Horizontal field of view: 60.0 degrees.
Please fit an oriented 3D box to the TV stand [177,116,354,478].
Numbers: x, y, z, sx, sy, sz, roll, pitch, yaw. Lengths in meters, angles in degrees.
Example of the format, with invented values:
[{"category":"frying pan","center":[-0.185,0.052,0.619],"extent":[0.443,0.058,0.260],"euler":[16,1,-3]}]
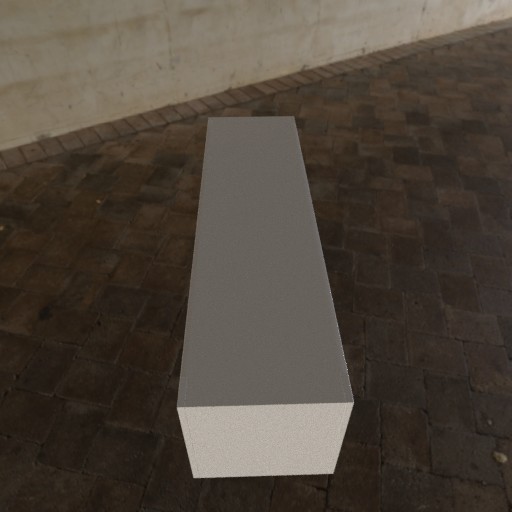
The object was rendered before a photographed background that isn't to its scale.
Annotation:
[{"category":"TV stand","center":[0.000,0.000,1.726],"extent":[0.410,0.440,1.500],"euler":[-1,43,-1]}]
